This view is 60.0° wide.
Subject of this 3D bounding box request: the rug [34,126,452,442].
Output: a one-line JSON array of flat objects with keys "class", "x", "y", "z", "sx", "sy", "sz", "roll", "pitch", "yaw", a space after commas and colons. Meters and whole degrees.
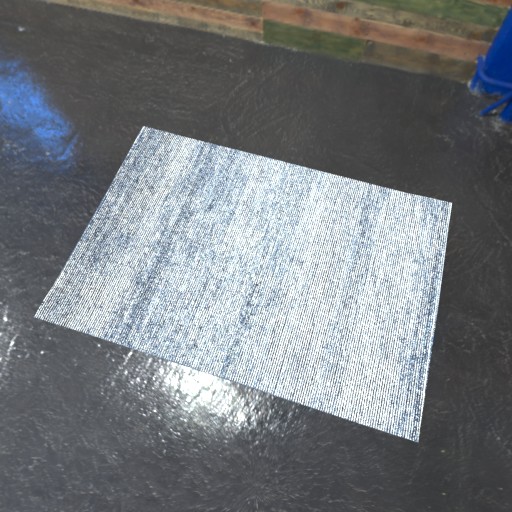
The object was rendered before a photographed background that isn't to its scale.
[{"class": "rug", "x": 0.000, "y": 0.000, "z": 2.886, "sx": 2.349, "sy": 0.030, "sz": 1.624, "roll": 16, "pitch": 64, "yaw": 8}]
